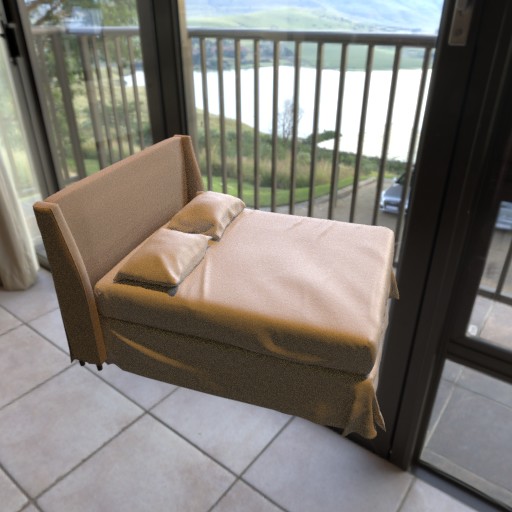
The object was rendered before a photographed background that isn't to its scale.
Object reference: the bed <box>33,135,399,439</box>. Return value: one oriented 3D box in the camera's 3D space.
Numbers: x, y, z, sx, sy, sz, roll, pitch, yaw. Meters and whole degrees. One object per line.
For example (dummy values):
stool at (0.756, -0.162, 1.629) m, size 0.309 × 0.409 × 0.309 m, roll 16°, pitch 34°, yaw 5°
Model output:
bed at (0.000, 0.000, 3.476) m, size 2.276 × 1.332 × 1.925 m, roll 9°, pitch 30°, yaw 16°
